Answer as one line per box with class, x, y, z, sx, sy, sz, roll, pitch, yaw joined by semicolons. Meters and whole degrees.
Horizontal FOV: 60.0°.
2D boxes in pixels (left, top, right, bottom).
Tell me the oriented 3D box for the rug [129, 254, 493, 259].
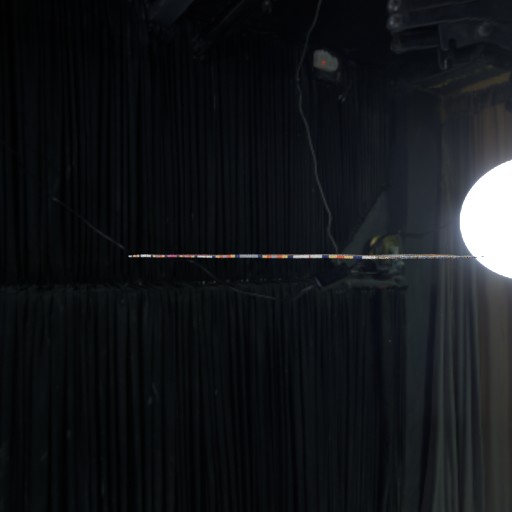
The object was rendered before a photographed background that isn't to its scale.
rug;0.000;0.000;2.628;0.695;0.017;2.455;0;0;-36
